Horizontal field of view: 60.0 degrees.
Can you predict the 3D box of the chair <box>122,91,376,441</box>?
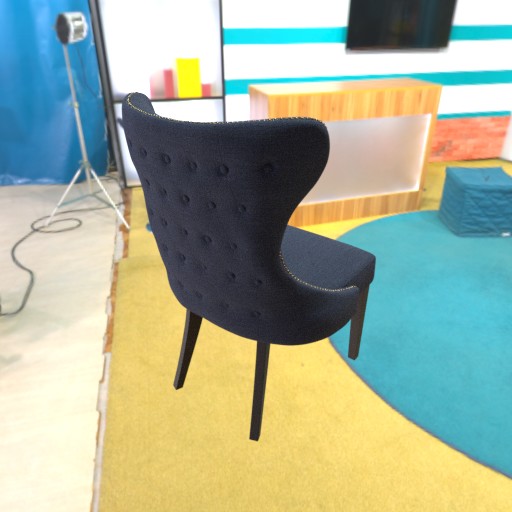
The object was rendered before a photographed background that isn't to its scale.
[{"bbox_3d":[0.000,0.000,1.374,0.628,0.967,0.635,21,35,33],"label":"chair"}]
